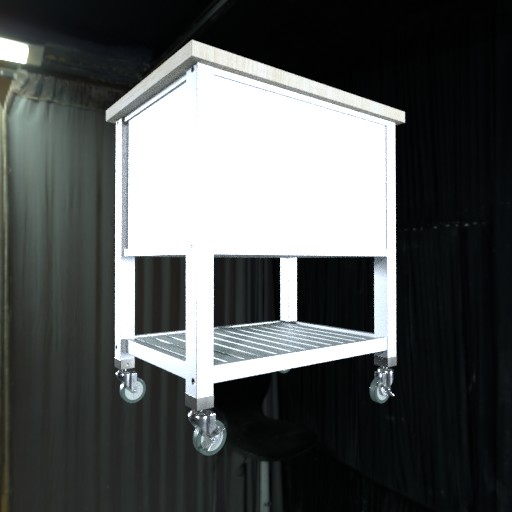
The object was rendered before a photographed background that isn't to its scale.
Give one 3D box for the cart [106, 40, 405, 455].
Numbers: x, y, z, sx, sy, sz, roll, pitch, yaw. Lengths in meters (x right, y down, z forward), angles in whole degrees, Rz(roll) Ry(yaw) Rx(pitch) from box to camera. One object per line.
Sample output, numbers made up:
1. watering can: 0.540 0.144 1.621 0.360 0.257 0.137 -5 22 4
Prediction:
1. cart: 0.000 0.000 1.394 0.762 0.914 0.559 1 -1 -37
